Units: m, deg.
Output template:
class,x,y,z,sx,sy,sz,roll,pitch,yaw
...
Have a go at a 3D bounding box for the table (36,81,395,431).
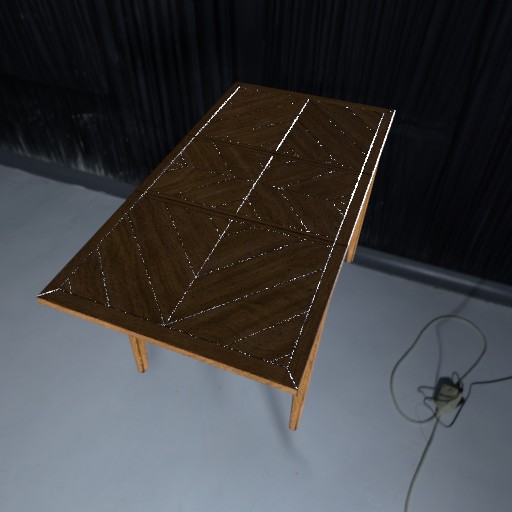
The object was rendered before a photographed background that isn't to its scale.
class,x,y,z,sx,sy,sz,roll,pitch,yaw
table,0.000,0.000,1.853,0.757,0.760,1.400,16,49,14
